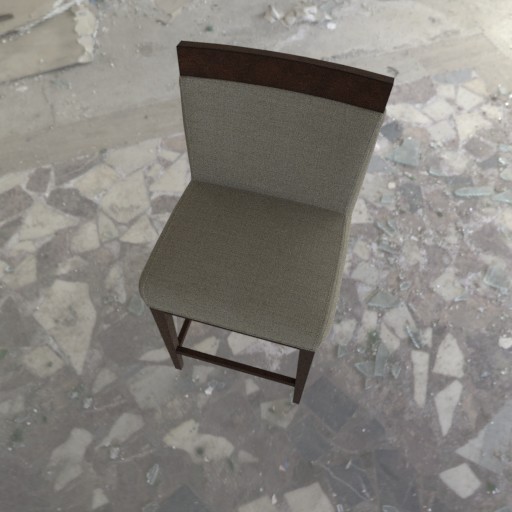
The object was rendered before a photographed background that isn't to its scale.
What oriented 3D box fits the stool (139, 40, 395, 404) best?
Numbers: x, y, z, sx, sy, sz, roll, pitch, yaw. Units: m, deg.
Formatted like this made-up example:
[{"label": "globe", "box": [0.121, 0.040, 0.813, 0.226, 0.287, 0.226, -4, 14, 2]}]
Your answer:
[{"label": "stool", "box": [0.000, 0.000, 1.325, 0.512, 1.009, 0.531, 14, 59, 8]}]
